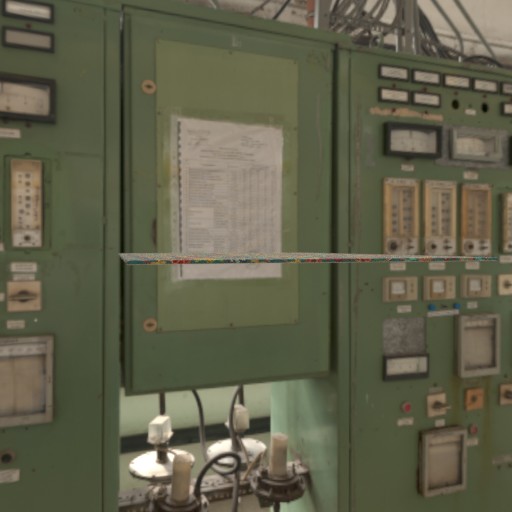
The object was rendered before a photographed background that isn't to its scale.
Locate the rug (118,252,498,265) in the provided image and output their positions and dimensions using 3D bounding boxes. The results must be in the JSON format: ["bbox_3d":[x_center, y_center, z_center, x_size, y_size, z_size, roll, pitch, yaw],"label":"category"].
[{"bbox_3d":[0.000,0.000,4.158,2.434,0.025,3.204,0,1,-18],"label":"rug"}]
